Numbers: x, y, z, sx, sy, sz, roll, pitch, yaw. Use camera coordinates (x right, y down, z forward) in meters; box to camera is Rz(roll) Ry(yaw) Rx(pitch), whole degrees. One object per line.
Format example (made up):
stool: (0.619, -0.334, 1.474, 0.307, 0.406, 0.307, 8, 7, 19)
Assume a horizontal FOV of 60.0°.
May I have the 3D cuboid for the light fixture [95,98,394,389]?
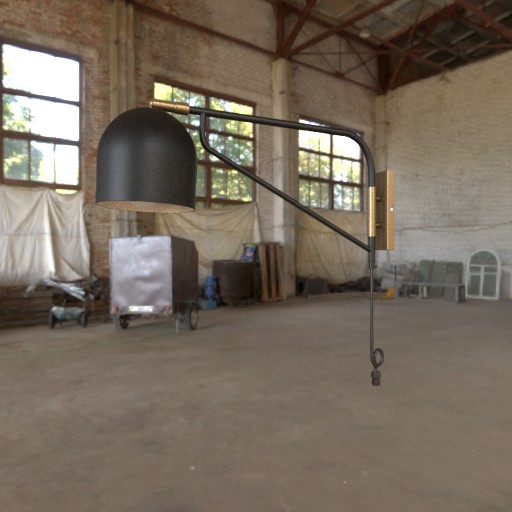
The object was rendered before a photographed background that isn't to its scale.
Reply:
light fixture: (0.000, 0.000, 1.056, 0.720, 0.696, 0.215, 0, 0, -18)
